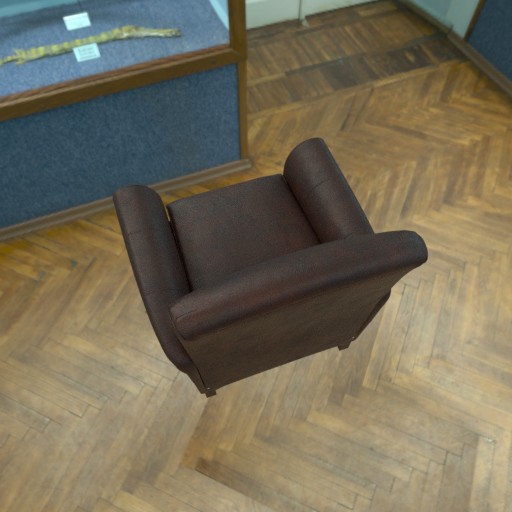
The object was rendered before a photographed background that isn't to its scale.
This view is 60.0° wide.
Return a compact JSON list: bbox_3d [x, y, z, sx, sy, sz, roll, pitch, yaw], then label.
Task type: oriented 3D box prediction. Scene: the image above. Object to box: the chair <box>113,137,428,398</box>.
[{"bbox_3d":[0.000,0.000,1.795,0.978,1.061,0.902,-17,60,-10],"label":"chair"}]
